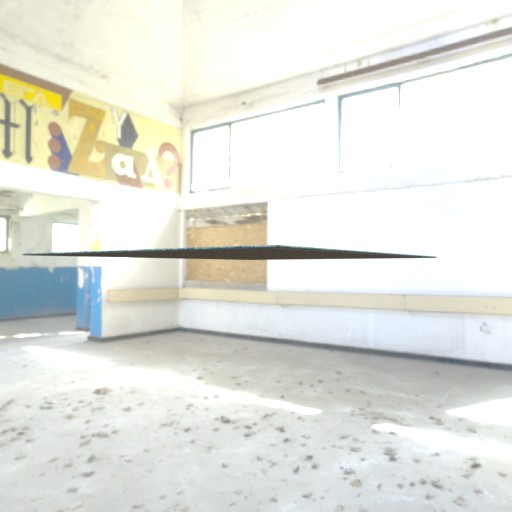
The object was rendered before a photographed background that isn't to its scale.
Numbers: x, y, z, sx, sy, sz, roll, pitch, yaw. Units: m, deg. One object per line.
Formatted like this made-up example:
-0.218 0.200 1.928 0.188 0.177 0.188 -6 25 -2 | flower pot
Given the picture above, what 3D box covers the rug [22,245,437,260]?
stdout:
0.000 0.000 4.082 2.441 0.016 3.050 -1 -2 36 | rug
